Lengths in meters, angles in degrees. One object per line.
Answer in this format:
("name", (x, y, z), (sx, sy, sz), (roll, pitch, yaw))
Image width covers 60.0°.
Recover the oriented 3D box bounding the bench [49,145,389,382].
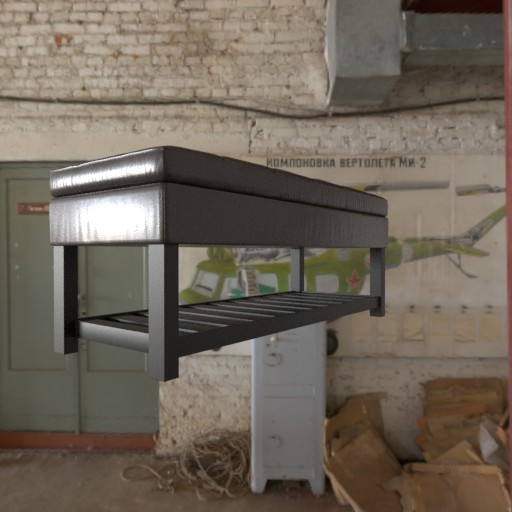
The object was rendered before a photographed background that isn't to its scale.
("bench", (0.000, 0.000, 1.374), (0.432, 0.460, 1.105), (0, 1, 38))
